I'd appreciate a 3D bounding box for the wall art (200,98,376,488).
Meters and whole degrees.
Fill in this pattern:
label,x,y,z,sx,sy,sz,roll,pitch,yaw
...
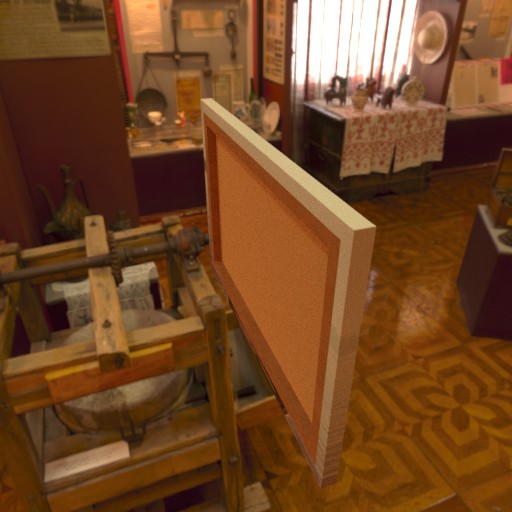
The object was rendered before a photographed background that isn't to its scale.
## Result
label,x,y,z,sx,sy,sz,roll,pitch,yaw
wall art,0.000,0.000,1.144,0.037,0.609,0.916,-10,32,-17
